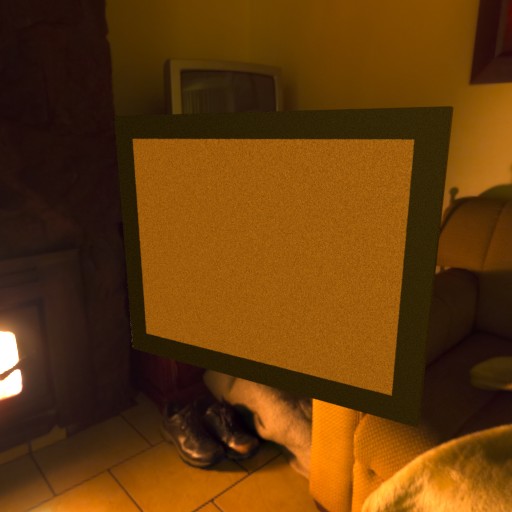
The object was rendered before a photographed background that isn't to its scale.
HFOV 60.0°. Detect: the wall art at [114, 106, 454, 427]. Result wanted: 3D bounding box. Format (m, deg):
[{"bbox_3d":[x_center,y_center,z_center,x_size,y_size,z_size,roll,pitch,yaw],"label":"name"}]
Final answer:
[{"bbox_3d":[0.000,0.000,0.744,0.561,0.460,0.028,8,17,26],"label":"wall art"}]
